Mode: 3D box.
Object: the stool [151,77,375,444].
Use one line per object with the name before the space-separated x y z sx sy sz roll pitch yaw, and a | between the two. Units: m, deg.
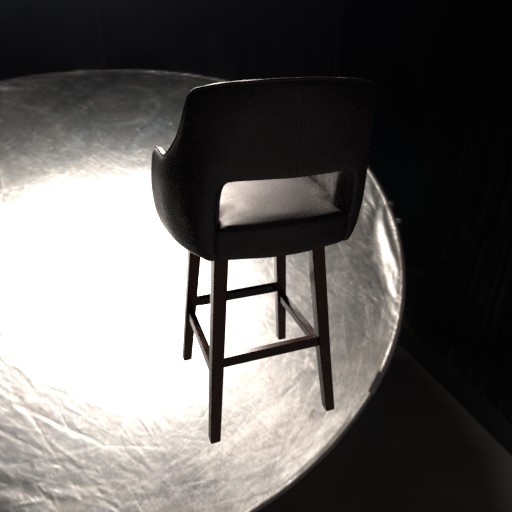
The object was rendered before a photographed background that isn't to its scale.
stool | 0.000 0.000 1.344 0.550 1.041 0.560 -9 27 -18
